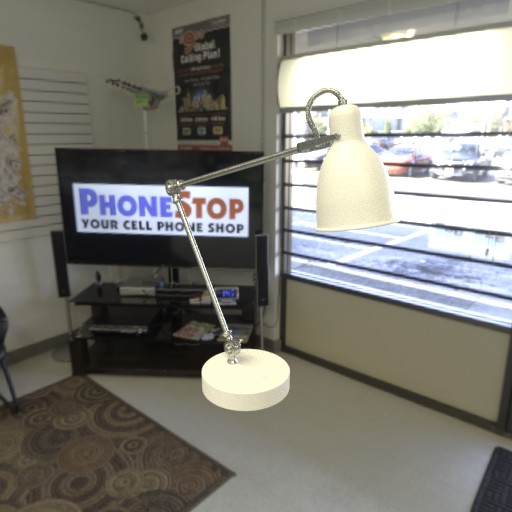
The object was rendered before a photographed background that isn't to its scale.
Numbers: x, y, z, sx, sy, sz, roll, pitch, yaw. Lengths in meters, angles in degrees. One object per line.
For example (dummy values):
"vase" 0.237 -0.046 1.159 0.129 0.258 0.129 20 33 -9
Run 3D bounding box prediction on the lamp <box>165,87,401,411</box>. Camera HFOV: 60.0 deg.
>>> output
"lamp" 0.000 0.000 0.855 0.561 0.587 0.187 14 20 42
